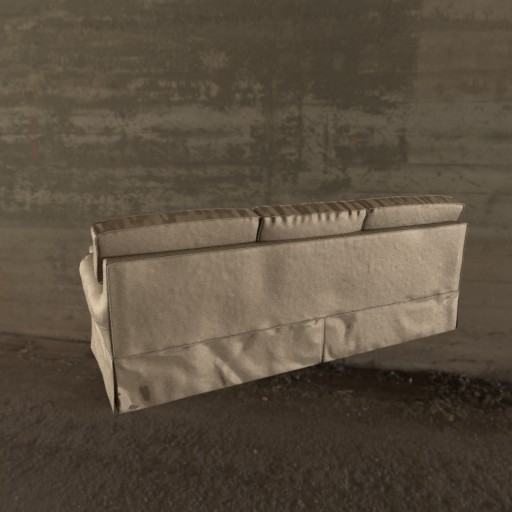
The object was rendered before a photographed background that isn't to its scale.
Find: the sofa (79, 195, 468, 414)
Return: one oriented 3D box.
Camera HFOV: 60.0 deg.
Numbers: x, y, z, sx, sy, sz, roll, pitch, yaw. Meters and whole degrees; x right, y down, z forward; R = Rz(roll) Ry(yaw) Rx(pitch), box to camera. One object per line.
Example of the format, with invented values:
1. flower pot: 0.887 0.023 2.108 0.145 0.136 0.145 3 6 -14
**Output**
1. sofa: 0.000 0.000 3.324 2.475 0.978 1.733 -7 16 -25
